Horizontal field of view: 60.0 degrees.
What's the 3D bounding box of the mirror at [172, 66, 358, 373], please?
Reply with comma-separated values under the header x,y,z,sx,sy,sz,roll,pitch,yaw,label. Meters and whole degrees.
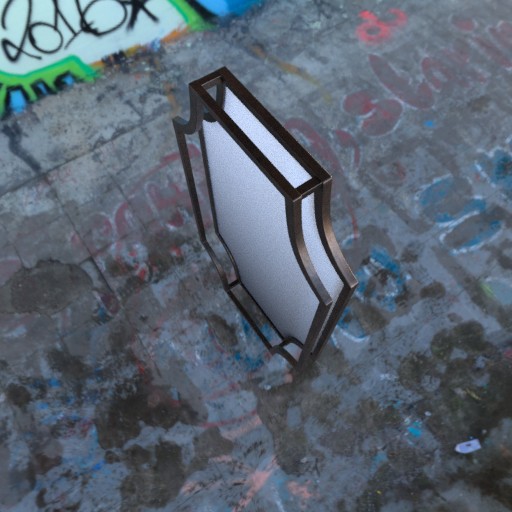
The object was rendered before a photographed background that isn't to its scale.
x,y,z,sx,sy,sz,roll,pitch,yaw,label
0.000,0.000,0.986,0.066,0.811,0.462,-32,68,-15,mirror
